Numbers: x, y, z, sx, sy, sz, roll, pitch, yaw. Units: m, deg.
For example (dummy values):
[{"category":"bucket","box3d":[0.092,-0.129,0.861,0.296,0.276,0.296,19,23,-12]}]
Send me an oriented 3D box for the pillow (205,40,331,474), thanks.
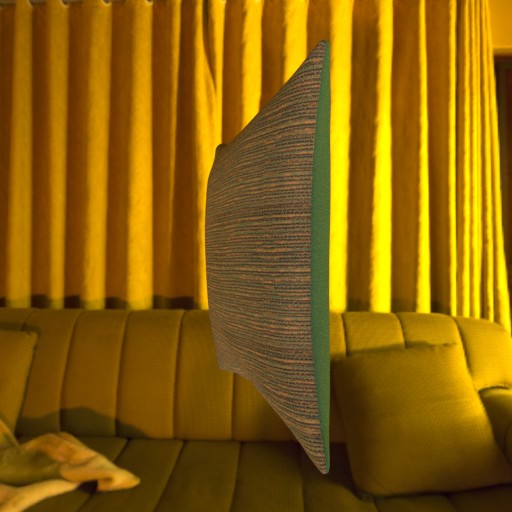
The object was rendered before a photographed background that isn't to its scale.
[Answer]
[{"category":"pillow","box3d":[0.000,0.000,0.744,0.150,0.497,0.514,0,-1,-18]}]
